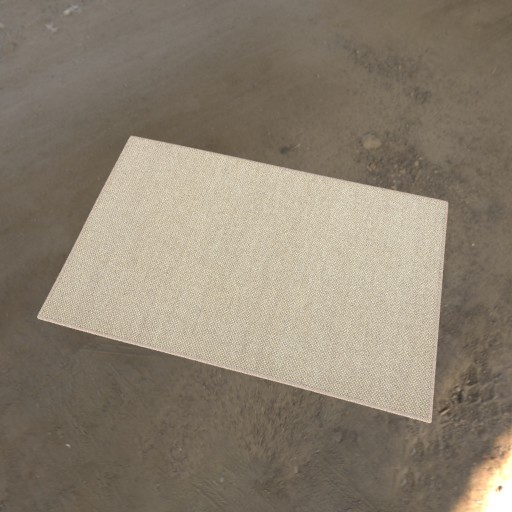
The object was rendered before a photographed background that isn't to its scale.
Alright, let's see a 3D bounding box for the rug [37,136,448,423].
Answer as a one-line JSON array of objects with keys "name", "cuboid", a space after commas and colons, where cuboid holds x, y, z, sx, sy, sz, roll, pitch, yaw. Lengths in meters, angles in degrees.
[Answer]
[{"name": "rug", "cuboid": [0.000, 0.000, 2.042, 1.676, 0.013, 1.067, 13, 63, 7]}]
